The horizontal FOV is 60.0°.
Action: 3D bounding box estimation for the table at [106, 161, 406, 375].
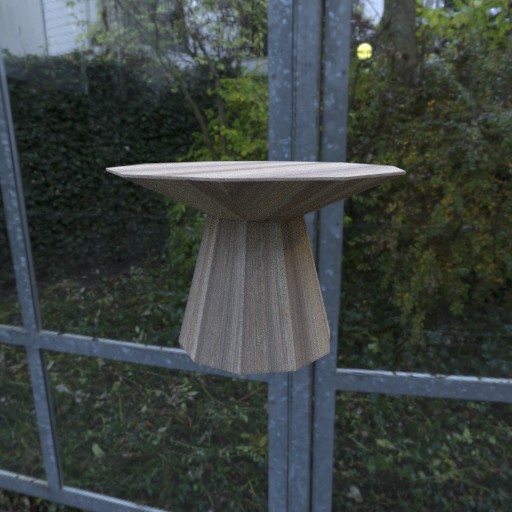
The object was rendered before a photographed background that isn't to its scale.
[{"bbox_3d":[0.000,0.000,1.910,1.186,0.752,1.186,0,14,0],"label":"table"}]
